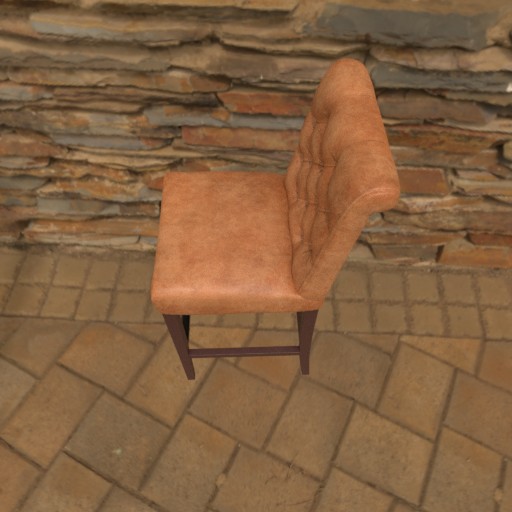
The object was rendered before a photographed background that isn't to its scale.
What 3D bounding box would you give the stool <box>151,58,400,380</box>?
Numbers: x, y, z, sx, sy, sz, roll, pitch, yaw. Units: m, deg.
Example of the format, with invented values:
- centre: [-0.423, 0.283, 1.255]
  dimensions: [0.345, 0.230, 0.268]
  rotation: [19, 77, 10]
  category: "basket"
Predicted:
- centre: [0.000, 0.000, 1.474]
  dimensions: [0.601, 1.140, 0.493]
  rotation: [-1, 57, -1]
  category: "stool"
